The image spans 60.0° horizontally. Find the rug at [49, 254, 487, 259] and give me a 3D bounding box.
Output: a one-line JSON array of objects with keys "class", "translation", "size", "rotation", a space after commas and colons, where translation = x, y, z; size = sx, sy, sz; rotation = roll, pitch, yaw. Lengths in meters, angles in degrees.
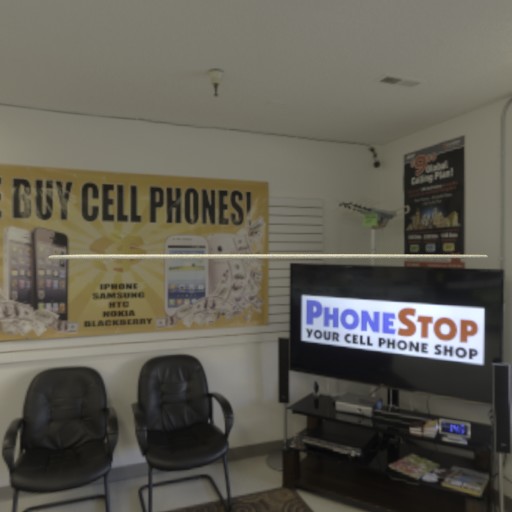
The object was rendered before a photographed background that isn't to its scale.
[{"class": "rug", "translation": [0.000, 0.000, 2.313], "size": [1.829, 0.013, 1.219], "rotation": [0, 0, -18]}]
